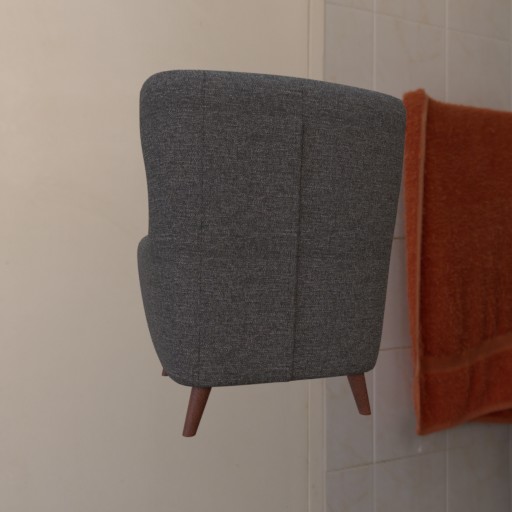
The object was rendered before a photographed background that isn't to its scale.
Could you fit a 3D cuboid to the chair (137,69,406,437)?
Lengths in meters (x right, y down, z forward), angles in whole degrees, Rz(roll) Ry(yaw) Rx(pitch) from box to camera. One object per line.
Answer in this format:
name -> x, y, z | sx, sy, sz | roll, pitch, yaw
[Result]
chair -> 0.000, 0.000, 1.685 | 0.878, 1.063, 0.904 | 0, 0, -17
